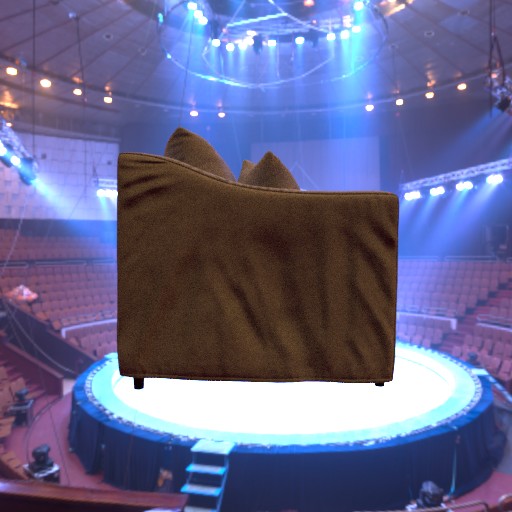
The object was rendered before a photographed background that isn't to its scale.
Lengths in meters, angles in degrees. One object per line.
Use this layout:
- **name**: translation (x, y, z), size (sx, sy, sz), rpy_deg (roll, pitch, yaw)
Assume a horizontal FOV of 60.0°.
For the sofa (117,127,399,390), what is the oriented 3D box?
- **sofa**: translation (0.000, 0.000, 2.597), size (1.072, 1.018, 2.010), rpy_deg (0, 0, -1)
